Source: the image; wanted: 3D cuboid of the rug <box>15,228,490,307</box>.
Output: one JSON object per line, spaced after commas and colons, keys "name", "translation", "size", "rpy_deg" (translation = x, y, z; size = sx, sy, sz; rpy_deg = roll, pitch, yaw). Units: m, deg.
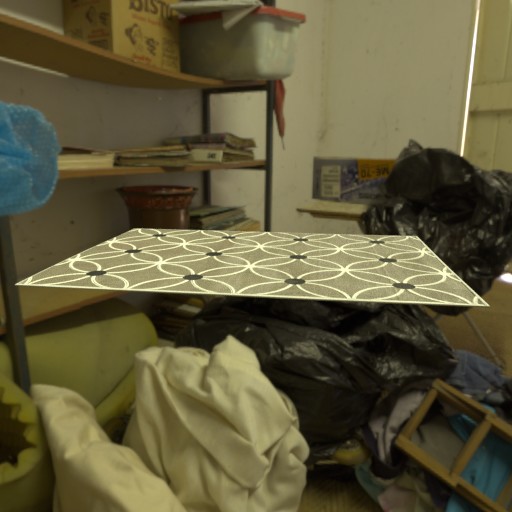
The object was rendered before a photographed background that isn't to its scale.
{"name": "rug", "translation": [0.000, 0.000, 2.821], "size": [2.284, 0.008, 1.522], "rpy_deg": [2, 15, 7]}
